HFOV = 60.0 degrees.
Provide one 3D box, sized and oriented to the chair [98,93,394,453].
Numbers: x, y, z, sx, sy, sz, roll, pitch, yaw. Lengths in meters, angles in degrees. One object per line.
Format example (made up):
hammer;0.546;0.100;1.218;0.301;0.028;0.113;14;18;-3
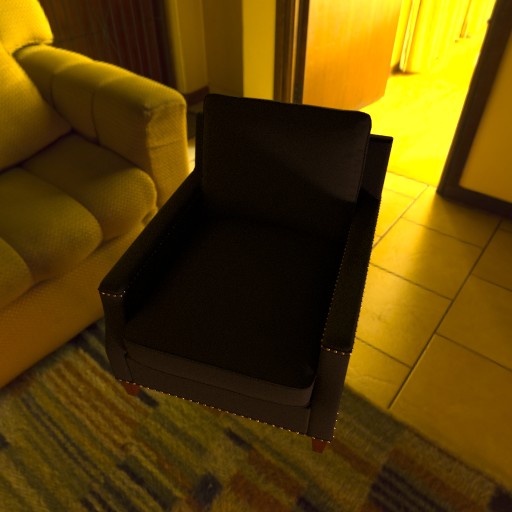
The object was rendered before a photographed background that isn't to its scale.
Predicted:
chair;0.000;0.000;1.727;0.853;0.943;1.014;12;42;13
